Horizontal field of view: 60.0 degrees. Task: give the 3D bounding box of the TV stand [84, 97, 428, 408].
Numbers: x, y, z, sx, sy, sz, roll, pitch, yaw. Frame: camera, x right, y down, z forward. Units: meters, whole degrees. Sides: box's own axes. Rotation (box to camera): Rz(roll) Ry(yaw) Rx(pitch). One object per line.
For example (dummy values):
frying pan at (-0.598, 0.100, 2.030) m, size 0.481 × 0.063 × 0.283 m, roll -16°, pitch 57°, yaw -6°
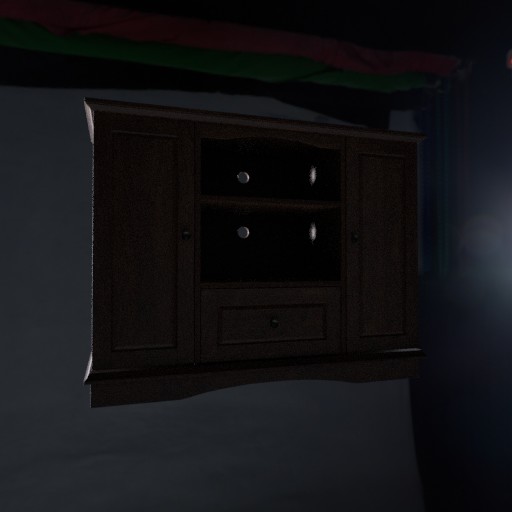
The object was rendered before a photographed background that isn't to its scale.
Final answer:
TV stand at (0.000, 0.000, 1.500) m, size 1.067 × 0.813 × 0.406 m, roll 0°, pitch -1°, yaw -18°
